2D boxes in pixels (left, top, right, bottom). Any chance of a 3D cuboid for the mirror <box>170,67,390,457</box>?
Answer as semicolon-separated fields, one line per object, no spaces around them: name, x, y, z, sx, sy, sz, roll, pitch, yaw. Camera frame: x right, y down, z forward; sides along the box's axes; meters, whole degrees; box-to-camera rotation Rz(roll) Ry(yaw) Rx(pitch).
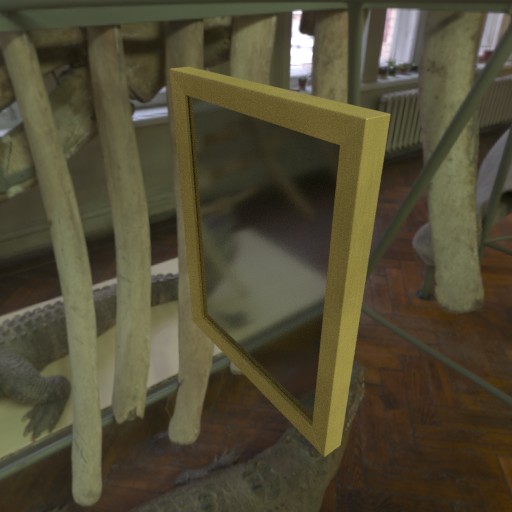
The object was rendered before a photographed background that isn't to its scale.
mirror;0.000;0.000;0.698;0.041;0.508;0.405;-21;36;-31
